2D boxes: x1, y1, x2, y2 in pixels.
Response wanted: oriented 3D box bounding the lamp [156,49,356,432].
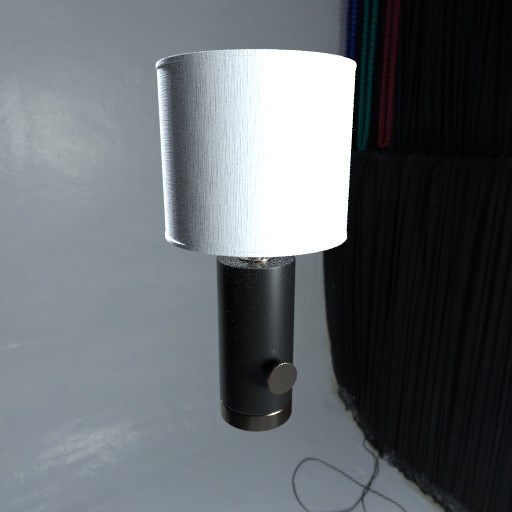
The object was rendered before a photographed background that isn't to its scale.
[{"bbox_3d":[0.000,0.000,0.609,0.241,0.482,0.240,-8,18,-28],"label":"lamp"}]
